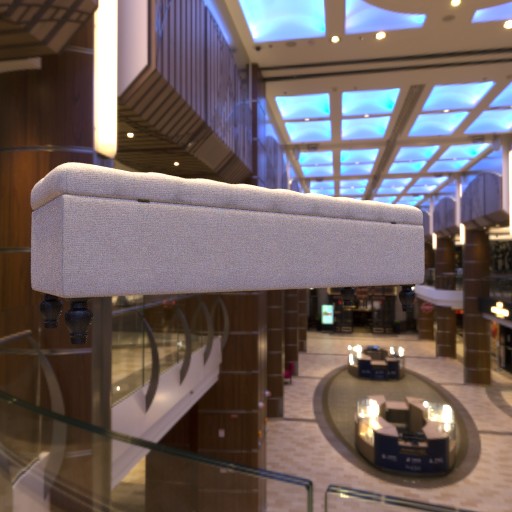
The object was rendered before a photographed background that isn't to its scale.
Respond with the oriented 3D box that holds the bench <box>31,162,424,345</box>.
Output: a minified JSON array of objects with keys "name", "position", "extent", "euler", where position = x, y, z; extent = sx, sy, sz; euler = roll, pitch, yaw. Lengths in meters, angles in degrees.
[{"name":"bench","position":[0.000,0.000,1.667],"extent":[1.480,0.467,0.455],"euler":[1,-1,-36]}]
